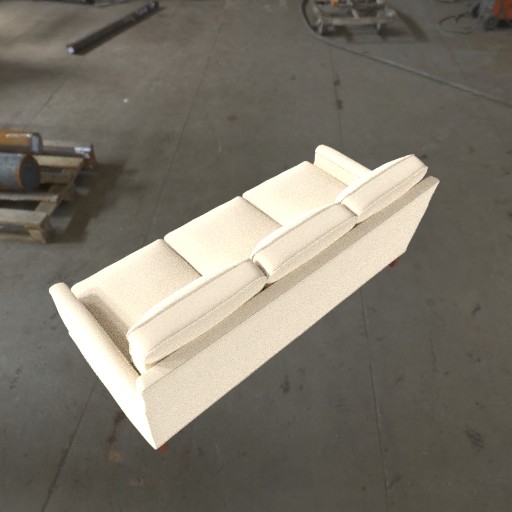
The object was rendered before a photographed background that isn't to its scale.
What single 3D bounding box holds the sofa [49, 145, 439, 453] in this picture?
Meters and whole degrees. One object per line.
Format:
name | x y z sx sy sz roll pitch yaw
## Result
sofa | 0.000 0.000 2.802 2.246 1.003 1.084 -32 54 -28
